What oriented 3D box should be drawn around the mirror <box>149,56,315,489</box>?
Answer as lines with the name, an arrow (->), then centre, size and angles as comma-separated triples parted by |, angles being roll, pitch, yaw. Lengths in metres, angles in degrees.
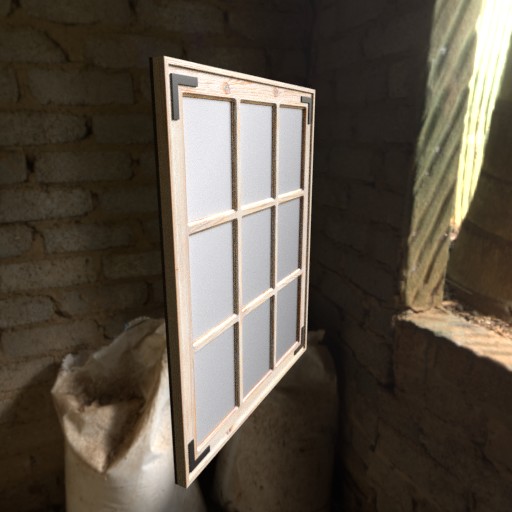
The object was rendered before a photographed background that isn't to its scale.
mirror -> 0.000, 0.000, 1.179 | 0.032, 0.882, 0.730 | 8, 18, 26
